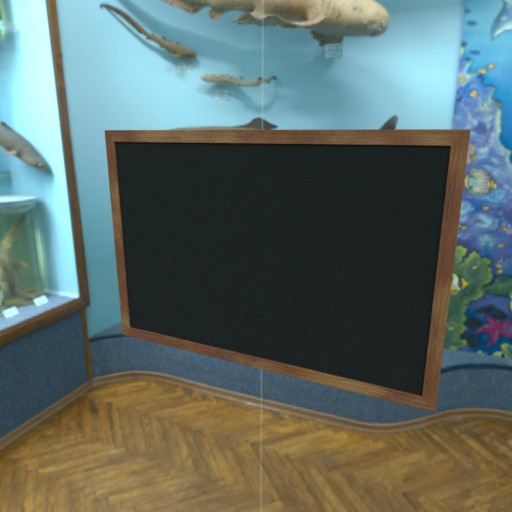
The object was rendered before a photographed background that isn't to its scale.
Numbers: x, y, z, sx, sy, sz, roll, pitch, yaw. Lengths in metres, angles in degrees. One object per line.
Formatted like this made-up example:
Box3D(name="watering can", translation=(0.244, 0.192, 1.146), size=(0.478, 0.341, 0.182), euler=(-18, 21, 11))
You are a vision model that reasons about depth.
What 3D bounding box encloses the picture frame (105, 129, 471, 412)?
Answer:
Box3D(name="picture frame", translation=(0.000, 0.000, 1.169), size=(0.950, 0.640, 0.029), euler=(7, 17, 25))
